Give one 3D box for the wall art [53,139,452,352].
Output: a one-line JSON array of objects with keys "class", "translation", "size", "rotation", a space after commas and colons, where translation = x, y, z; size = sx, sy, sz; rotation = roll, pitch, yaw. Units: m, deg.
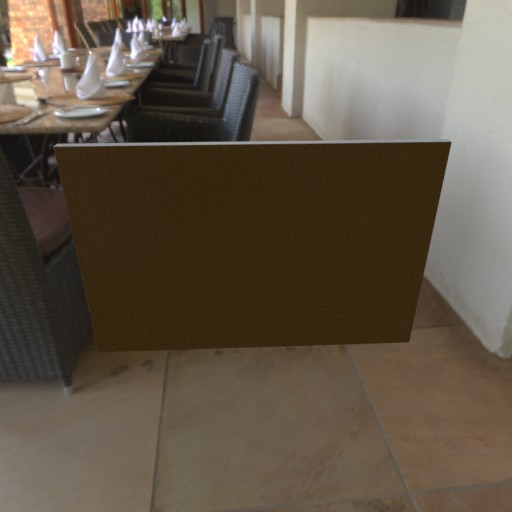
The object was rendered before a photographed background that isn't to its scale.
[{"class": "wall art", "translation": [0.000, 0.000, 1.194], "size": [0.932, 0.610, 0.027], "rotation": [-1, 29, -2]}]
